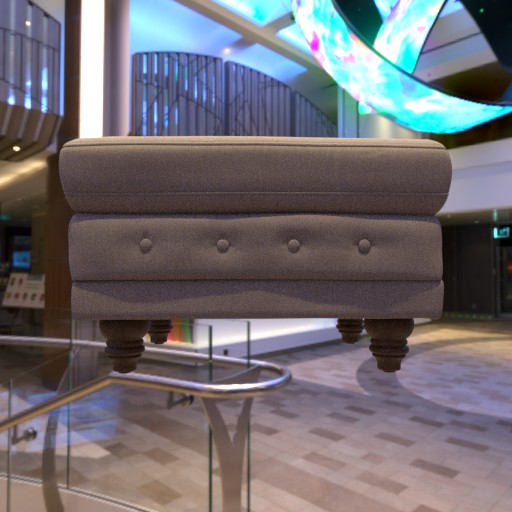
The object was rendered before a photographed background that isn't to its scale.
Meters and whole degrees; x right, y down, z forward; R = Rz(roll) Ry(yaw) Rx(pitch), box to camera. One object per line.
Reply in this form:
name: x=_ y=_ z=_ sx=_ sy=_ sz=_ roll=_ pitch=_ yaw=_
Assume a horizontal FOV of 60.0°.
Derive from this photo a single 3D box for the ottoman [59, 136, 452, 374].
ottoman: x=0.000 y=0.000 z=1.123 sx=0.771 sy=0.500 sz=0.569 roll=0 pitch=-2 yaw=-1
